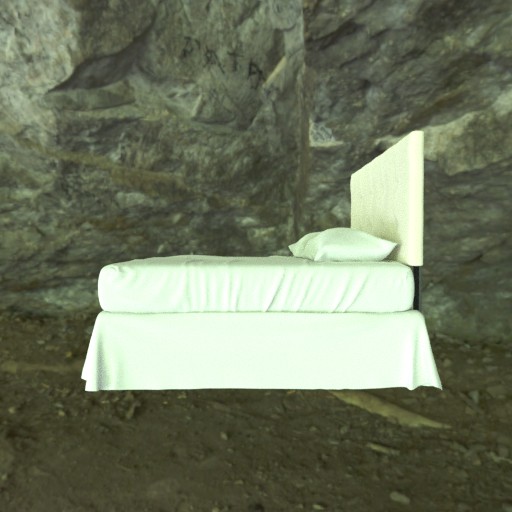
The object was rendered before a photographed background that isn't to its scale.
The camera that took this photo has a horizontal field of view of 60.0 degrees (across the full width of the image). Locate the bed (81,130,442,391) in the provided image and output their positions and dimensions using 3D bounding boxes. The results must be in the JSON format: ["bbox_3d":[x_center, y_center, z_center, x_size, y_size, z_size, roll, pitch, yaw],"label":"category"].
[{"bbox_3d":[0.000,0.000,3.516,2.222,1.577,1.936,0,1,-1],"label":"bed"}]
